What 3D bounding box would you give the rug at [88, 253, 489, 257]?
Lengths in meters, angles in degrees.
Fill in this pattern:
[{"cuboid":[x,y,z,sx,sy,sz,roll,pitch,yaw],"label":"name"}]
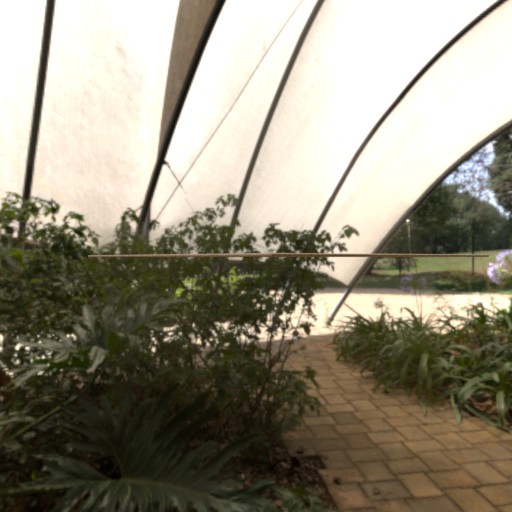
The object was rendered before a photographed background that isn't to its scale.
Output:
[{"cuboid":[0.000,0.000,2.330,1.219,0.010,1.829,0,0,-36],"label":"rug"}]
